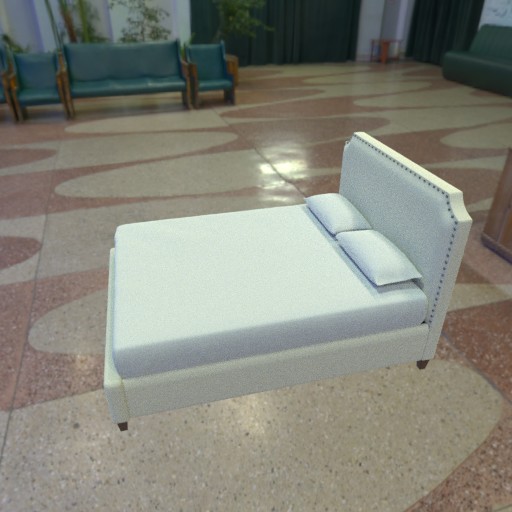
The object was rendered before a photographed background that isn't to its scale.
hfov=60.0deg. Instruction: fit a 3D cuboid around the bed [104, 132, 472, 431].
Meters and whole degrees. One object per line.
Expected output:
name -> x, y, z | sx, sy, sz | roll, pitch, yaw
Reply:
bed -> 0.000, 0.000, 3.478 | 2.329, 1.415, 1.703 | -8, 32, -12
